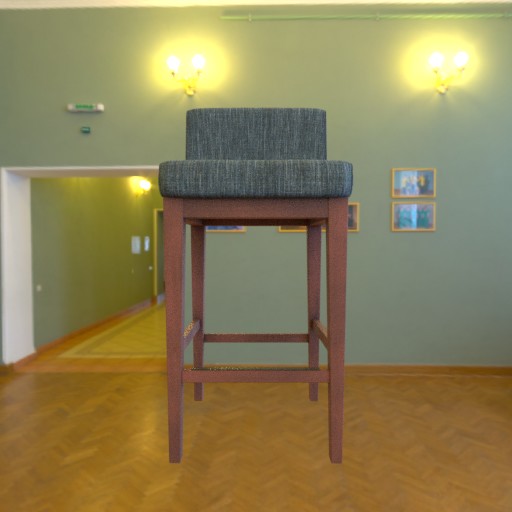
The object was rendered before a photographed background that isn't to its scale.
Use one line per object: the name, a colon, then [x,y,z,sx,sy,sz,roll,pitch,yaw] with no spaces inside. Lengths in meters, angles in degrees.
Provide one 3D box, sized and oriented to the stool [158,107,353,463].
stool: [0.000,0.000,1.096,0.395,0.835,0.459,0,1,0]
